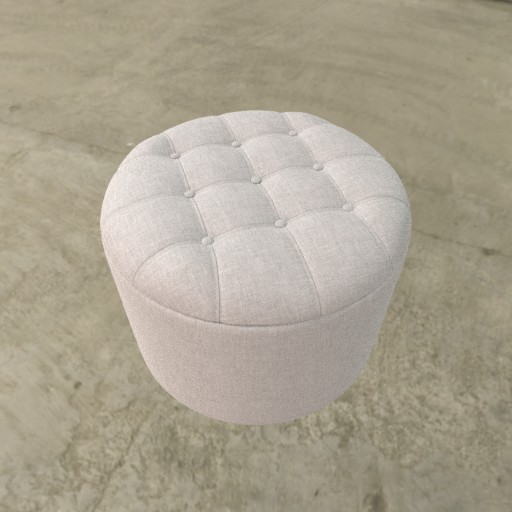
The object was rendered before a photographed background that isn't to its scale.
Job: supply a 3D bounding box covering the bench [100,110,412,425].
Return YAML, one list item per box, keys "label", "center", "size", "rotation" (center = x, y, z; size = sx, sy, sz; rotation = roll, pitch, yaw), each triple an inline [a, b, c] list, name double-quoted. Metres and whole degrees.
- label: "bench"
  center: [0.000, 0.000, 0.987]
  size: [0.600, 0.453, 0.600]
  rotation: [0, 47, 0]
